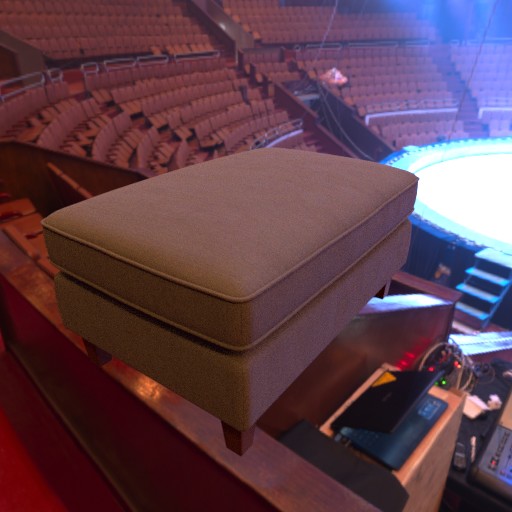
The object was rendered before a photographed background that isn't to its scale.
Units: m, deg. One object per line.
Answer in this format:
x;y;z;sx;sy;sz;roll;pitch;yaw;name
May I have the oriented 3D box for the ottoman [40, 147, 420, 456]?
0.000;0.000;1.292;0.636;0.480;0.941;18;31;32;ottoman
